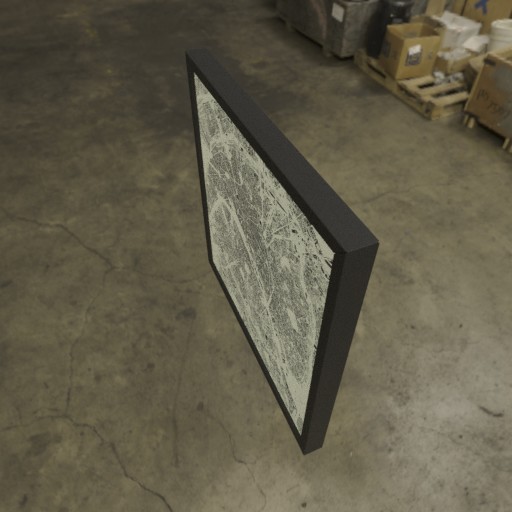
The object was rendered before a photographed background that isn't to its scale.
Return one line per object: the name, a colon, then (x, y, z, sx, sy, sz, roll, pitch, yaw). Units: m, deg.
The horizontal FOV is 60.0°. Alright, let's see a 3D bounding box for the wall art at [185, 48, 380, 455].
wall art: (0.000, 0.000, 0.758, 0.037, 0.508, 0.508, -17, 49, -16)
